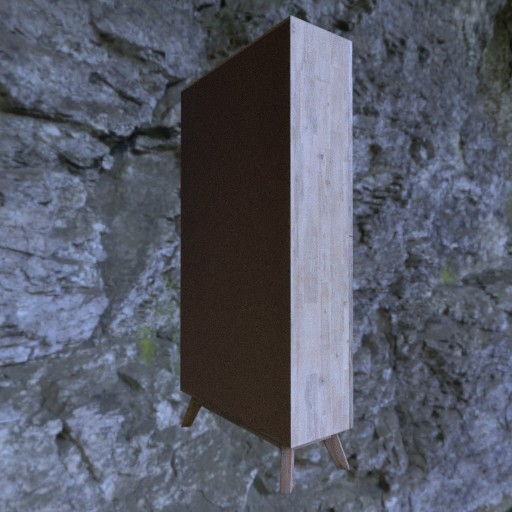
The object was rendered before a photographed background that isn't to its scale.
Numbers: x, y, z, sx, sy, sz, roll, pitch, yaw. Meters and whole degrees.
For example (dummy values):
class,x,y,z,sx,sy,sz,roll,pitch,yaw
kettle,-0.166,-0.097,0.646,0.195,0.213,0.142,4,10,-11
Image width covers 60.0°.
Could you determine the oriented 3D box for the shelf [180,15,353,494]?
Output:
class,x,y,z,sx,sy,sz,roll,pitch,yaw
shelf,0.000,0.000,1.737,0.308,1.471,0.748,1,-1,-36
